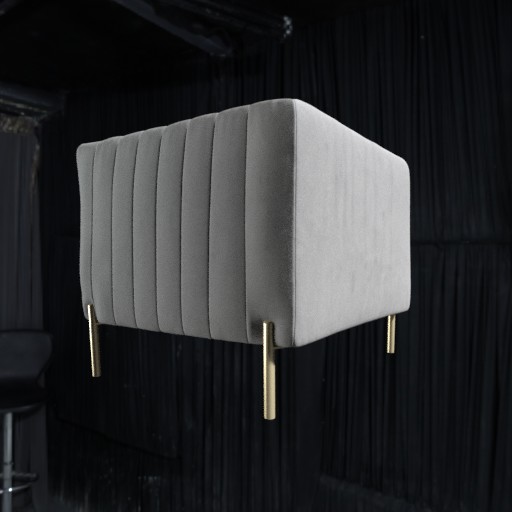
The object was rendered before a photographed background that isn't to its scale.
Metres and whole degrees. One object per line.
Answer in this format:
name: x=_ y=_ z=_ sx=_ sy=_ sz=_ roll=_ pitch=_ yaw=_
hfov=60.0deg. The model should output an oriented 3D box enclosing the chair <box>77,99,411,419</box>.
chair: x=0.000 y=0.000 z=1.630 sx=0.873 sy=0.779 sz=0.981 roll=0 pitch=0 yaw=35
